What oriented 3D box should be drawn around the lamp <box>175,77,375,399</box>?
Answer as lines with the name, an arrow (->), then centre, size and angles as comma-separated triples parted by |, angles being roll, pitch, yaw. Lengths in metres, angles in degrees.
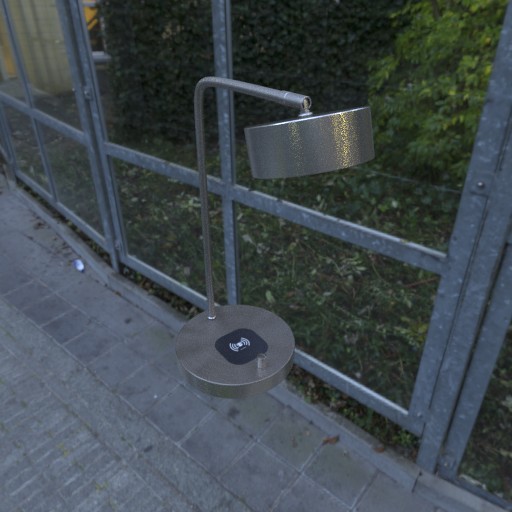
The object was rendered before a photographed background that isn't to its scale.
lamp -> 0.000, 0.000, 0.641 | 0.211, 0.469, 0.334 | -21, 36, -31
